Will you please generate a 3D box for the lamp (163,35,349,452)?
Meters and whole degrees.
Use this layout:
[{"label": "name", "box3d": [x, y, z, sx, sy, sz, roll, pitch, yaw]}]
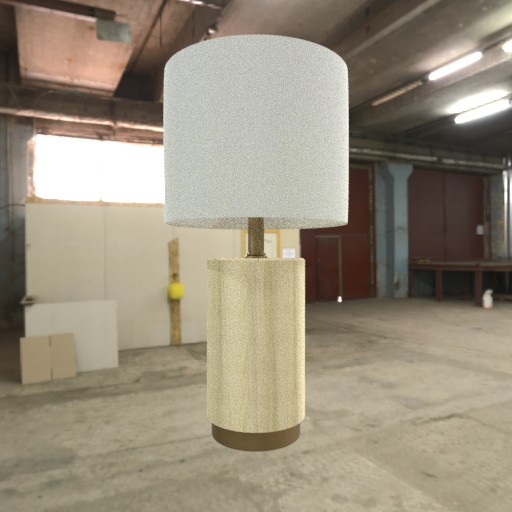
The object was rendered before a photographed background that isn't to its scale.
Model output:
[{"label": "lamp", "box3d": [0.000, 0.000, 0.558, 0.228, 0.444, 0.228, 0, 0, 2]}]
